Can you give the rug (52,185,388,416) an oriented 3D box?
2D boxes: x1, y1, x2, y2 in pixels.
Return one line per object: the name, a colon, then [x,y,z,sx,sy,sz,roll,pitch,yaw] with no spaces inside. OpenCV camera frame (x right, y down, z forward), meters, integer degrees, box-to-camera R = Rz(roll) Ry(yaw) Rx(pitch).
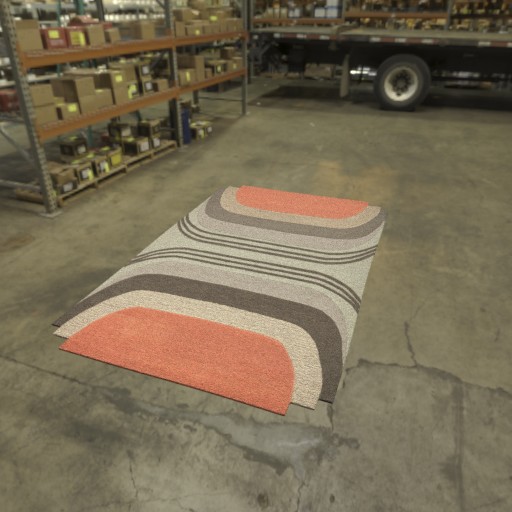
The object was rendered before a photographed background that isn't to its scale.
rug: [0.000,0.000,3.022,1.530,0.017,2.446,11,31,18]
